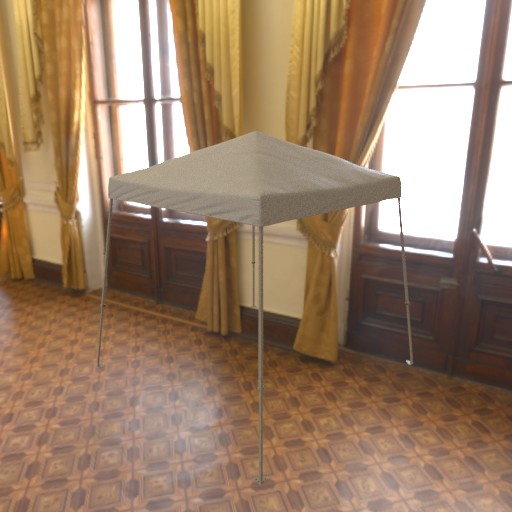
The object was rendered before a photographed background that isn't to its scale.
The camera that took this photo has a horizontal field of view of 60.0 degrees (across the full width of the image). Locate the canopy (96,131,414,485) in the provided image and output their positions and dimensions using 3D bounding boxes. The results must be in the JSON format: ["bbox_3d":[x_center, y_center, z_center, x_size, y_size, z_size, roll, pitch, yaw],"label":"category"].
[{"bbox_3d":[0.000,0.000,6.632,3.600,3.600,3.599,14,21,42],"label":"canopy"}]
